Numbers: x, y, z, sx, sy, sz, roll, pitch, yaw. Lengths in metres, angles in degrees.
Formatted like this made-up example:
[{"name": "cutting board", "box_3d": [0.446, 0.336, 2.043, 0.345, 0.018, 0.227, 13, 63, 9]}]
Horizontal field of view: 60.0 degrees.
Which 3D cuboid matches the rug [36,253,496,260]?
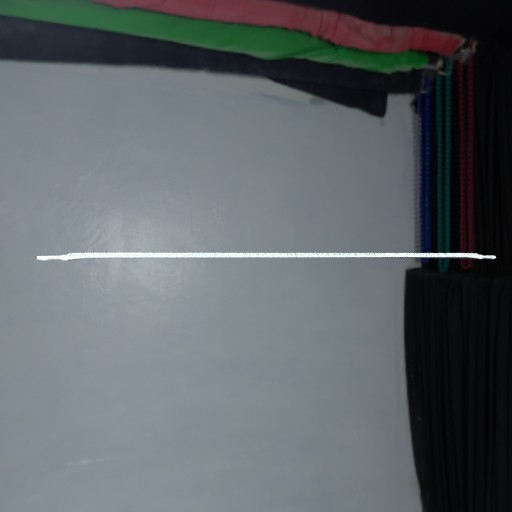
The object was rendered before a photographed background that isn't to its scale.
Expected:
[{"name": "rug", "box_3d": [0.000, 0.000, 2.792, 2.307, 0.031, 1.494, 0, 0, -19]}]
